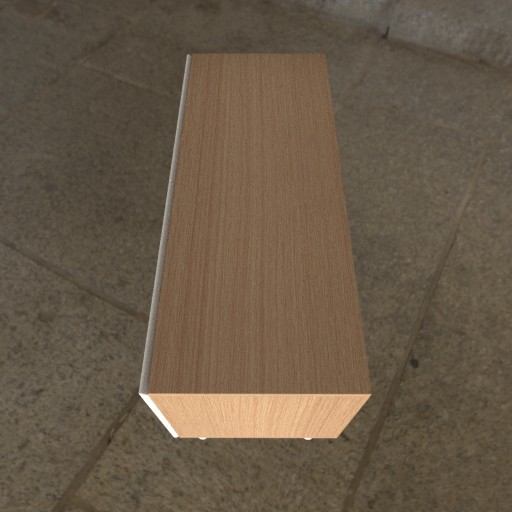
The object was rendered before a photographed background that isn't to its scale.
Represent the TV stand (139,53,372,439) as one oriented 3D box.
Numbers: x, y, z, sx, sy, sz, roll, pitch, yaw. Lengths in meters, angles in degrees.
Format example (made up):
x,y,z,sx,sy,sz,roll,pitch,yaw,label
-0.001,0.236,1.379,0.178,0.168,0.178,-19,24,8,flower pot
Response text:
x,y,z,sx,sy,sz,roll,pitch,yaw,label
0.000,0.000,1.315,0.407,0.660,0.991,0,57,0,TV stand
